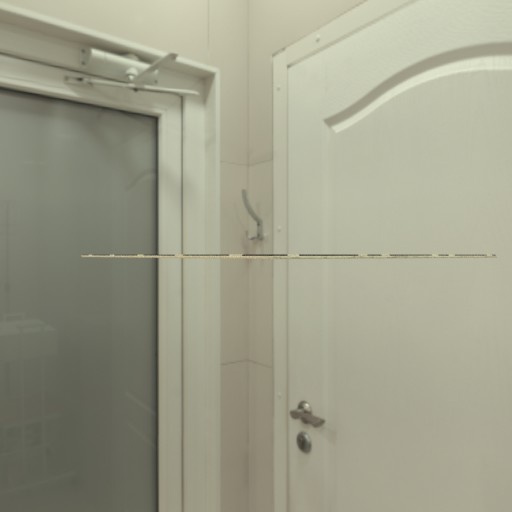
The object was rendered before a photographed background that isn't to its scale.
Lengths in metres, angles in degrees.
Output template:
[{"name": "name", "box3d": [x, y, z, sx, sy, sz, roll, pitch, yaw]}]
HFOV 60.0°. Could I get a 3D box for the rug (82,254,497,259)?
[{"name": "rug", "box3d": [0.000, 0.000, 2.846, 1.555, 0.016, 2.286, 0, 0, -36]}]
